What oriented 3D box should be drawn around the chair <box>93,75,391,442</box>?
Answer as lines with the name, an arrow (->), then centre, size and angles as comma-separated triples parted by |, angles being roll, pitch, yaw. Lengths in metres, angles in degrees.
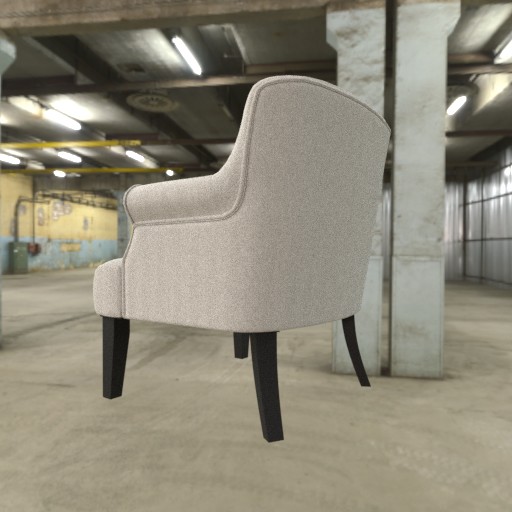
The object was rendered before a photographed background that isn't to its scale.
chair -> 0.000, 0.000, 1.438 | 0.750, 0.875, 0.781 | 0, 1, 37
